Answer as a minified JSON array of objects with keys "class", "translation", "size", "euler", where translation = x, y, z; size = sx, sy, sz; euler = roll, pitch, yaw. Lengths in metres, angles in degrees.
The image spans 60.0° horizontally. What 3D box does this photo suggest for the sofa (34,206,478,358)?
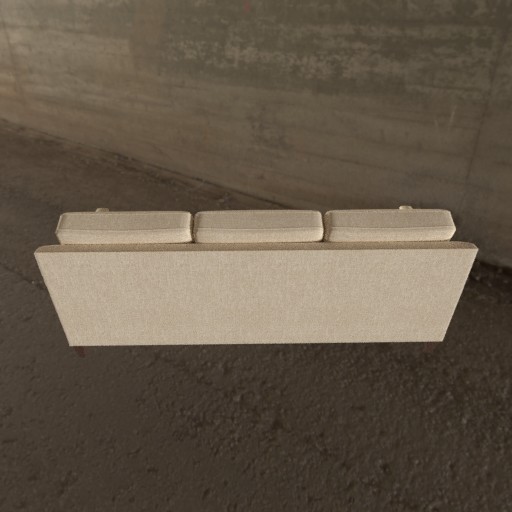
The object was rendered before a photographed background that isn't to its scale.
[{"class":"sofa","translation":[0.000,0.000,2.810],"size":[2.210,0.940,1.041],"euler":[-1,31,-1]}]
